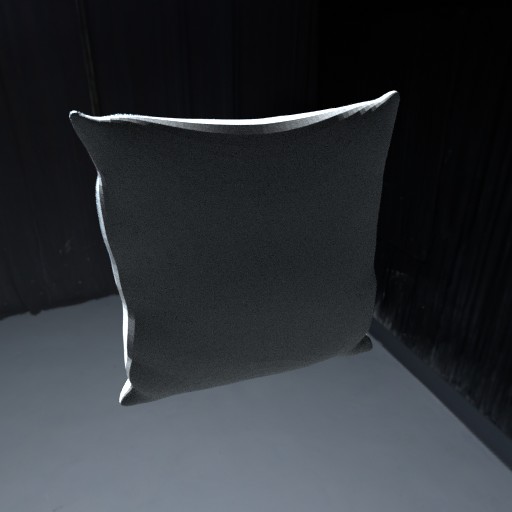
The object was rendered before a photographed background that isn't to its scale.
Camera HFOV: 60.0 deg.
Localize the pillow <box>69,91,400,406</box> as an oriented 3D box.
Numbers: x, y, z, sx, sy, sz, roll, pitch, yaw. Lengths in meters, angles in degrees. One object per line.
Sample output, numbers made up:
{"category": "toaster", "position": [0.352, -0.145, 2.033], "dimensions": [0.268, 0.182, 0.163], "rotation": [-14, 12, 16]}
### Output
{"category": "pillow", "position": [0.000, 0.000, 0.647], "dimensions": [0.440, 0.441, 0.182], "rotation": [-9, 28, -17]}
